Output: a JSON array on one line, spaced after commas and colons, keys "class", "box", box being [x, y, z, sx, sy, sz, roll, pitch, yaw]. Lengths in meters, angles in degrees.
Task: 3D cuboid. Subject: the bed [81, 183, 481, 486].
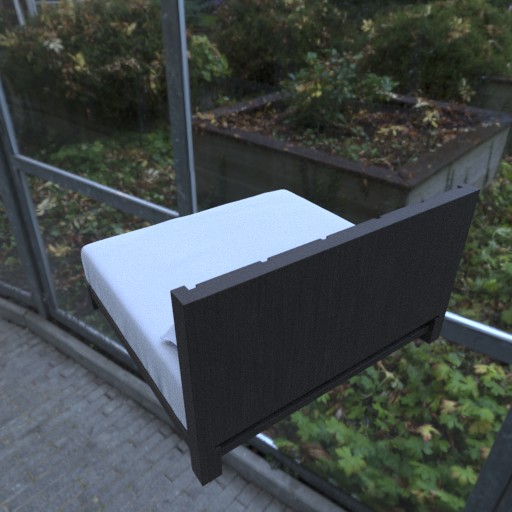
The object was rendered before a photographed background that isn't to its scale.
[{"class": "bed", "box": [0.000, 0.000, 3.369, 2.134, 1.270, 2.012, -20, 36, -29]}]
